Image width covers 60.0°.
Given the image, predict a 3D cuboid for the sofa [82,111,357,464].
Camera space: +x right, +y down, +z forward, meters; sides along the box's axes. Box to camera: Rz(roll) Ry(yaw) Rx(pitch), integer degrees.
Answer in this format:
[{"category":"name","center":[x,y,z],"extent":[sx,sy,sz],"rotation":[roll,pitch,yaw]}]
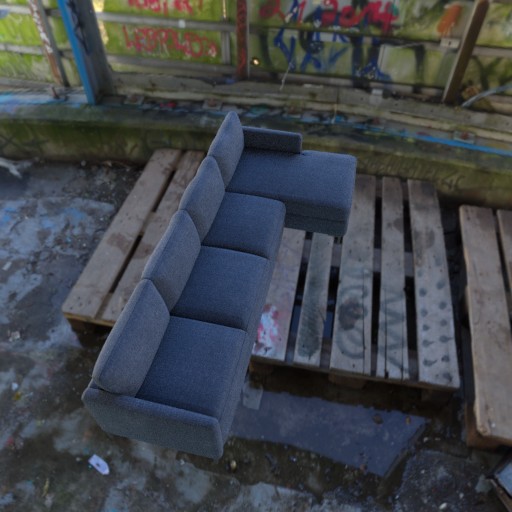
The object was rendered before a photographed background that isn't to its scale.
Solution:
[{"category":"sofa","center":[0.000,0.000,3.443],"extent":[1.350,0.810,2.932],"rotation":[10,49,9]}]
